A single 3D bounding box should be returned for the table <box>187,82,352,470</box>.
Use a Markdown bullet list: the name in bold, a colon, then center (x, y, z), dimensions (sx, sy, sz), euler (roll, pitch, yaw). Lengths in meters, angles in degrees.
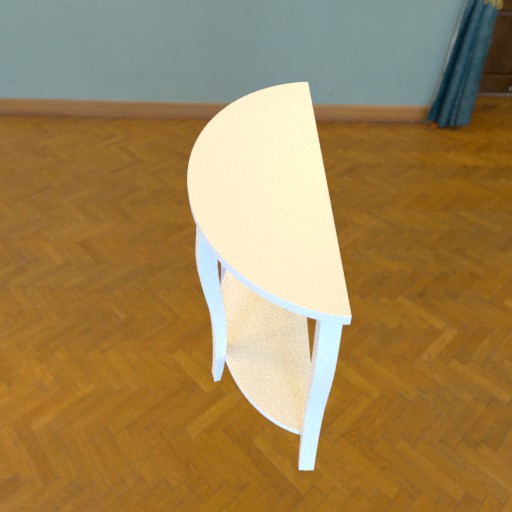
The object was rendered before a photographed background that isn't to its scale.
- **table**: center (0.000, 0.000, 1.576), dimensions (0.394, 0.780, 1.219), euler (1, 42, 1)
